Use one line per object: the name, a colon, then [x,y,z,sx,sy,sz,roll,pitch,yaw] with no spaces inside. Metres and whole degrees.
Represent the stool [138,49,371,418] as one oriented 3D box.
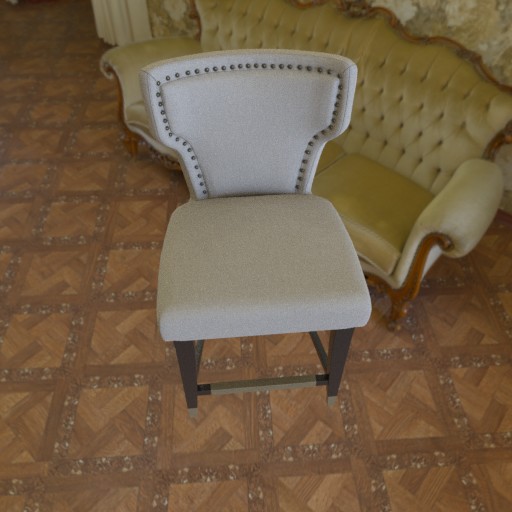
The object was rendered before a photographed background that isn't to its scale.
stool: [0.000,0.000,1.290,0.527,0.982,0.563,-4,47,-3]
